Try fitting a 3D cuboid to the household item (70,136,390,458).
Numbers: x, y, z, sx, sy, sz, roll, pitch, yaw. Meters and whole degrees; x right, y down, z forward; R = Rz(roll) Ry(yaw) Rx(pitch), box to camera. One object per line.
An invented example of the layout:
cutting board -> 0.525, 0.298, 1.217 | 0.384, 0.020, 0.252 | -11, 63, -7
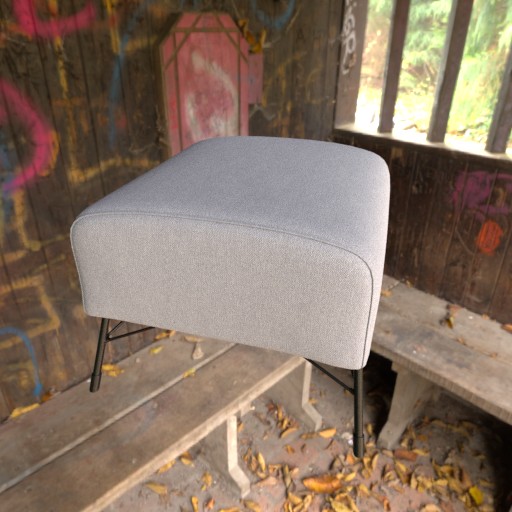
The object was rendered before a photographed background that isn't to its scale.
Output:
household item -> 0.000, 0.000, 0.927 | 0.530, 0.410, 0.530 | 8, 29, 15
